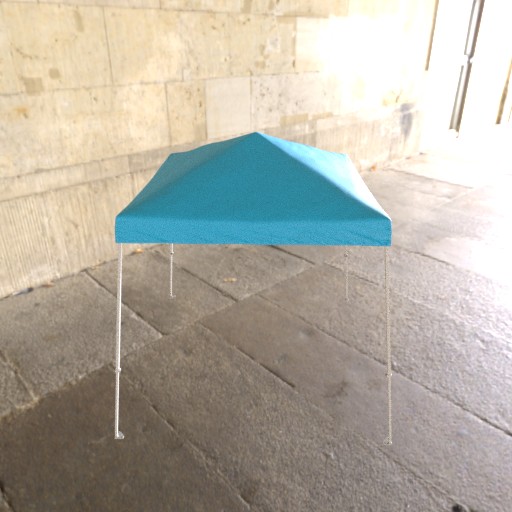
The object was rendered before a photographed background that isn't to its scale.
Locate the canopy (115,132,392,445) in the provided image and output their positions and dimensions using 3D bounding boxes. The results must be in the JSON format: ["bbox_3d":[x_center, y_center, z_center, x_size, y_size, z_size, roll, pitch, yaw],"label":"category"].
[{"bbox_3d":[0.000,0.000,5.200,2.848,2.849,2.849,1,26,1],"label":"canopy"}]
